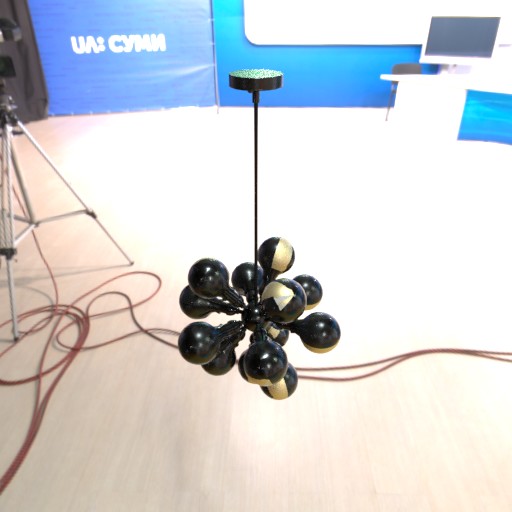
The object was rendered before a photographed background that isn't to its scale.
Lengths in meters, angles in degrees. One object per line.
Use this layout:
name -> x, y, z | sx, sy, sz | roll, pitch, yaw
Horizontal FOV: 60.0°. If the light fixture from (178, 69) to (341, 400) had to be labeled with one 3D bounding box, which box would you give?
light fixture -> 0.000, 0.000, 1.115 | 0.468, 0.859, 0.420 | -21, 37, -31
